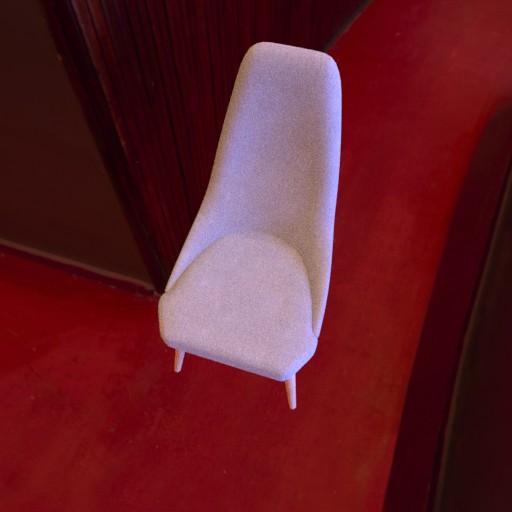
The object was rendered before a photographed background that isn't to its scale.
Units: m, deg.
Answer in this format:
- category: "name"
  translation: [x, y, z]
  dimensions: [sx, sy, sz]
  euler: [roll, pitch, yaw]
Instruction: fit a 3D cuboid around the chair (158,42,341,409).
- category: "chair"
  translation: [0.000, 0.000, 1.409]
  dimensions: [0.510, 1.040, 0.660]
  euler: [15, 59, 9]
